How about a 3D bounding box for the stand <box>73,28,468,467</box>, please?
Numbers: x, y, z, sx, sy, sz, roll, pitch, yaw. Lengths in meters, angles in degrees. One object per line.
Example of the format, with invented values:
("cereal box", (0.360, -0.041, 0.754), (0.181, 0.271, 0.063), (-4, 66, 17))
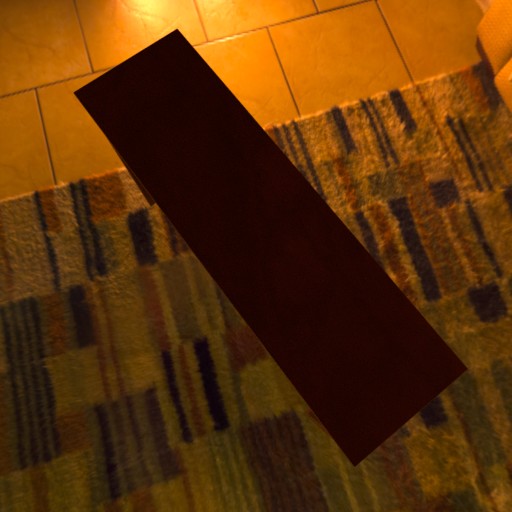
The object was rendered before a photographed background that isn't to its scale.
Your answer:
("stand", (0.000, 0.000, 1.709), (0.410, 0.872, 1.362), (-36, 78, -9))
